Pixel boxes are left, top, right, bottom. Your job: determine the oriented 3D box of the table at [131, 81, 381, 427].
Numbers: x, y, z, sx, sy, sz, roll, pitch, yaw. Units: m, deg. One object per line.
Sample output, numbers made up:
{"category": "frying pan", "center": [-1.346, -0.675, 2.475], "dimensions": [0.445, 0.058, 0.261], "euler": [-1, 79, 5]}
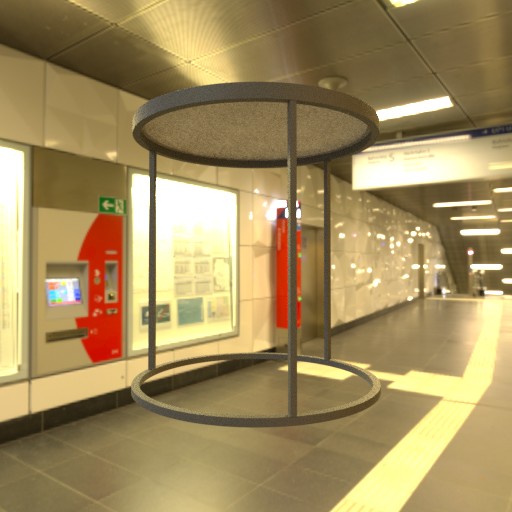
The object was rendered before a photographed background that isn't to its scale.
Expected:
{"category": "table", "center": [0.000, 0.000, 0.871], "dimensions": [0.470, 0.498, 0.470], "euler": [0, -1, 0]}
